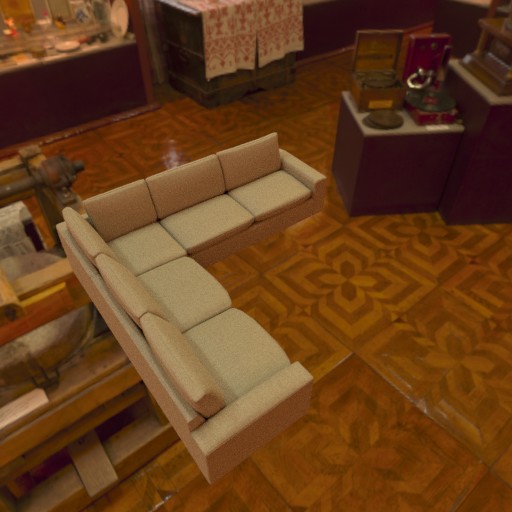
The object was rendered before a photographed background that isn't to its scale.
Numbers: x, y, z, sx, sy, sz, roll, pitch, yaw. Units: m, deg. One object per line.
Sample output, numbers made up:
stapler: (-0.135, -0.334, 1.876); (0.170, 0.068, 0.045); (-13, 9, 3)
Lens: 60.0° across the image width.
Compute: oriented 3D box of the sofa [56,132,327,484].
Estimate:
sofa: (0.000, 0.000, 4.094); (2.742, 0.800, 2.622); (-27, 49, -26)
